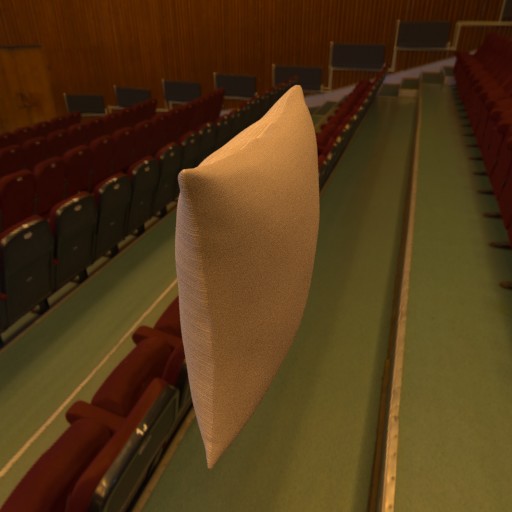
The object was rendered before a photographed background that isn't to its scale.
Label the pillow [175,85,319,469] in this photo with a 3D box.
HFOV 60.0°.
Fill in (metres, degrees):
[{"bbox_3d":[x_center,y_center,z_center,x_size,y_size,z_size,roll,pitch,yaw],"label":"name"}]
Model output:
[{"bbox_3d":[0.000,0.000,0.786,0.204,0.497,0.512,9,32,15],"label":"pillow"}]
